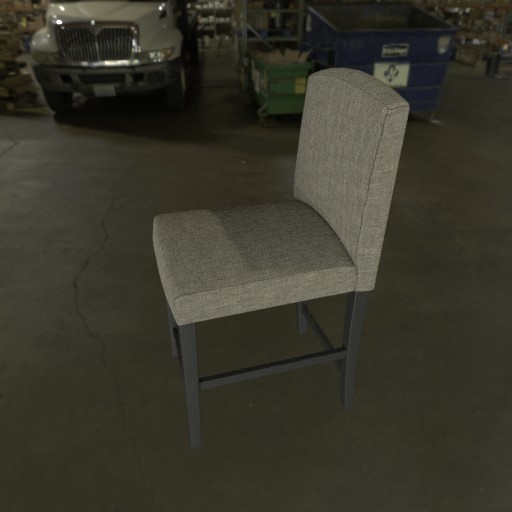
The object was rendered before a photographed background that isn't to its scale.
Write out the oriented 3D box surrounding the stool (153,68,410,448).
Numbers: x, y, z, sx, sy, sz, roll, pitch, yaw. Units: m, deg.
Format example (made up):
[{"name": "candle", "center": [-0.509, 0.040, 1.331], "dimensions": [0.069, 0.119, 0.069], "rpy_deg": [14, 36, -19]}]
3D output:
[{"name": "stool", "center": [0.000, 0.000, 1.261], "dimensions": [0.552, 0.966, 0.451], "rpy_deg": [-9, 31, -15]}]
